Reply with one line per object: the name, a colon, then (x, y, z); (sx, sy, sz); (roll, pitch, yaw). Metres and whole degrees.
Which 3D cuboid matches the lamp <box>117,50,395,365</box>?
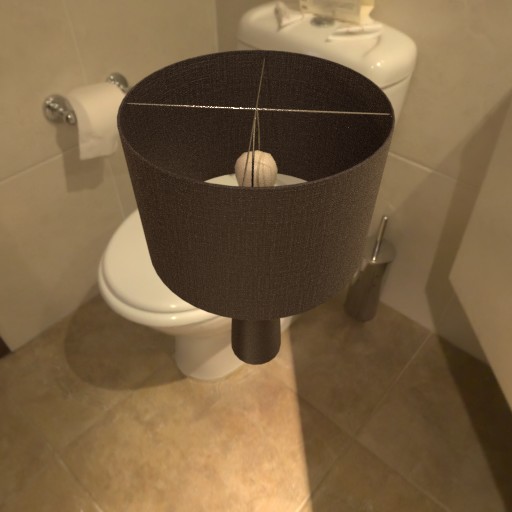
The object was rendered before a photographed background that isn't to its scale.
lamp: (0.000, 0.000, 0.669); (0.303, 0.488, 0.303); (0, 46, 0)
